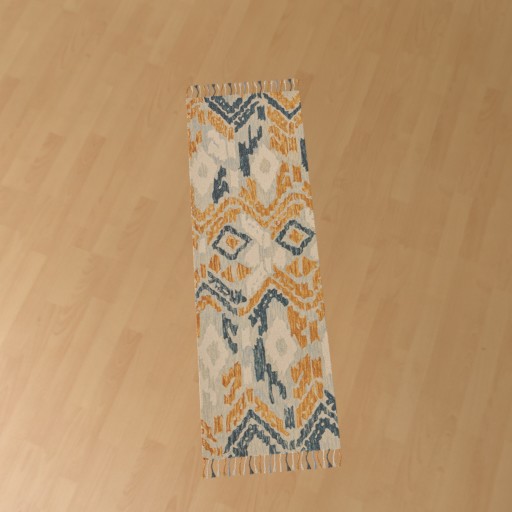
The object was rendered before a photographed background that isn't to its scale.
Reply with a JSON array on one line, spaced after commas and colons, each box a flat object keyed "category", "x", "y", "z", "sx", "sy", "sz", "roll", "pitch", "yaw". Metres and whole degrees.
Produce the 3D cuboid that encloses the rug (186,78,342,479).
[{"category": "rug", "x": 0.000, "y": 0.000, "z": 2.700, "sx": 0.783, "sy": 0.010, "sz": 2.437, "roll": -4, "pitch": 76, "yaw": -1}]
